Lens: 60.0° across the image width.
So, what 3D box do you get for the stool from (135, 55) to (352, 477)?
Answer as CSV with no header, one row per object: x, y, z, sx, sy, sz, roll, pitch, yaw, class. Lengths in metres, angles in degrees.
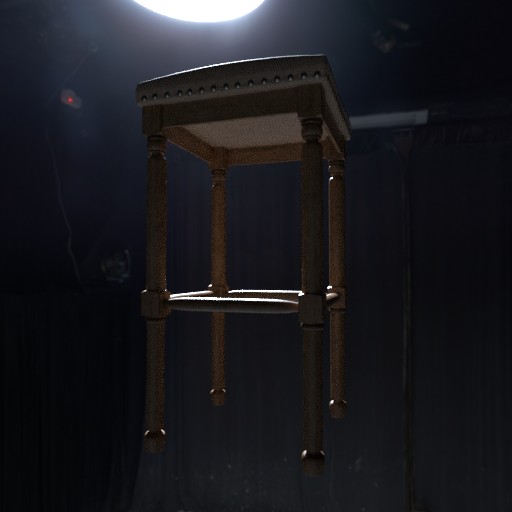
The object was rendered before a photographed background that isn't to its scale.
0.000,0.000,0.983,0.383,0.768,0.382,-1,-2,18,stool
